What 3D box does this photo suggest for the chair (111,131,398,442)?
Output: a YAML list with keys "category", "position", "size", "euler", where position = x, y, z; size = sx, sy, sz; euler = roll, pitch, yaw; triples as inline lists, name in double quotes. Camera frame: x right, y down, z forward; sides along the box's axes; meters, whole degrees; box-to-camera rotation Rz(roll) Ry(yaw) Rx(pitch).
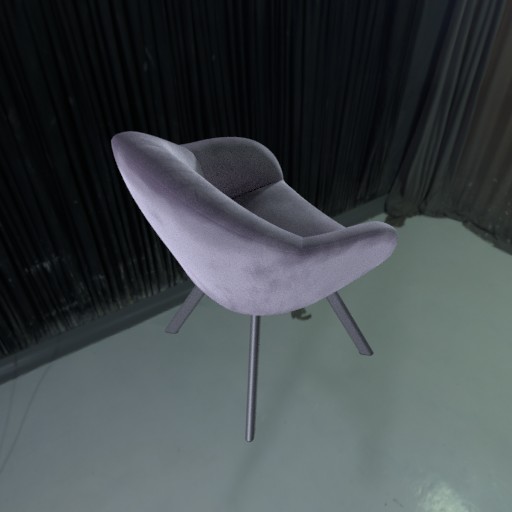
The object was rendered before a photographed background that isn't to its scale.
- category: "chair"
  position: [0.000, 0.000, 1.182]
  size: [0.590, 0.795, 0.550]
  euler: [-26, 47, -27]
